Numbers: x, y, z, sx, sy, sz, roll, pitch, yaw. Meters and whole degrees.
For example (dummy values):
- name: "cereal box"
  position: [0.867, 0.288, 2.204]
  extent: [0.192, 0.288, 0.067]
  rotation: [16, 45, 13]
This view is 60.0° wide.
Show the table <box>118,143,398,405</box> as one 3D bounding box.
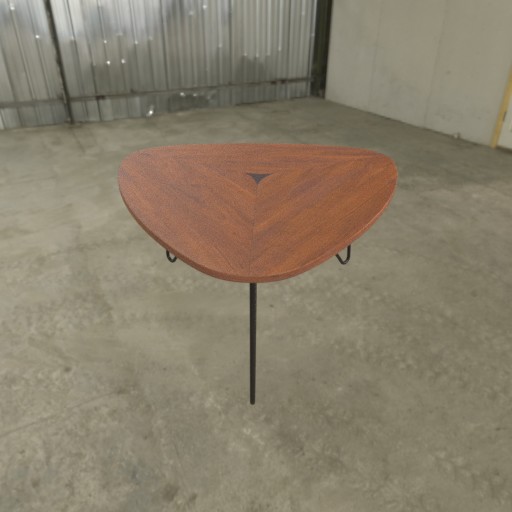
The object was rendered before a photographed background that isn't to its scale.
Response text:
- name: "table"
  position: [0.000, 0.000, 1.273]
  extent: [0.833, 0.413, 0.821]
  rotation: [1, 31, 1]
